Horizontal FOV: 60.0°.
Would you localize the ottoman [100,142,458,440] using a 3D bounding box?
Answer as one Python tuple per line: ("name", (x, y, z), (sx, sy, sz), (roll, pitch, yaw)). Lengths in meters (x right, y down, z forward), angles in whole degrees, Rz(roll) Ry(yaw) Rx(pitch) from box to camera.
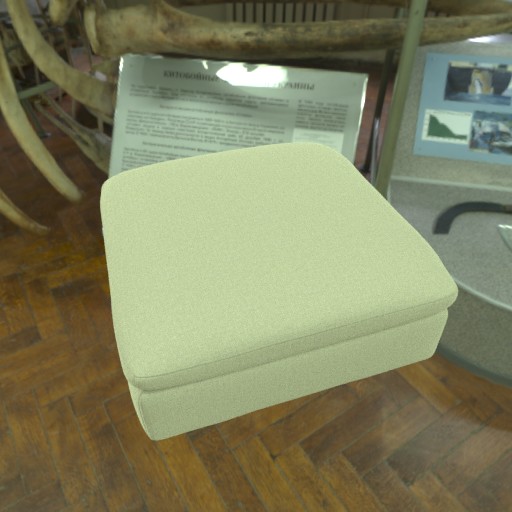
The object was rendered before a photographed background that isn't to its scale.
("ottoman", (0.000, 0.000, 1.585), (0.996, 0.467, 0.977), (-12, 43, -13))
